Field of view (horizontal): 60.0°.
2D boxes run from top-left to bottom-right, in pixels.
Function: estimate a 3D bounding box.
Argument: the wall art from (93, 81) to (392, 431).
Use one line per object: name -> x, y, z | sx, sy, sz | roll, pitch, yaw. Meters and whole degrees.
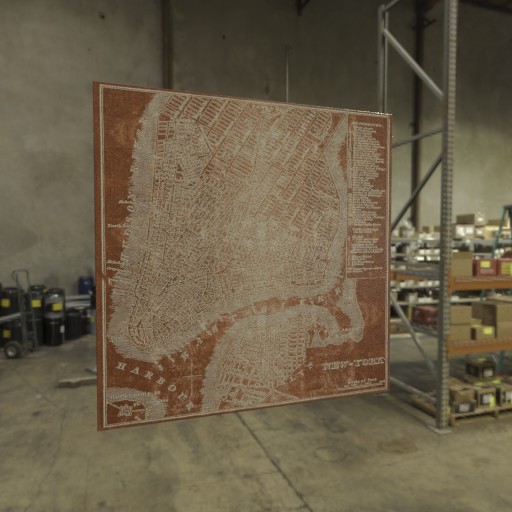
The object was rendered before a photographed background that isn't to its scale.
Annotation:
wall art -> 0.000, 0.000, 0.591 | 0.403, 0.403, 0.035 | -1, 2, -20
